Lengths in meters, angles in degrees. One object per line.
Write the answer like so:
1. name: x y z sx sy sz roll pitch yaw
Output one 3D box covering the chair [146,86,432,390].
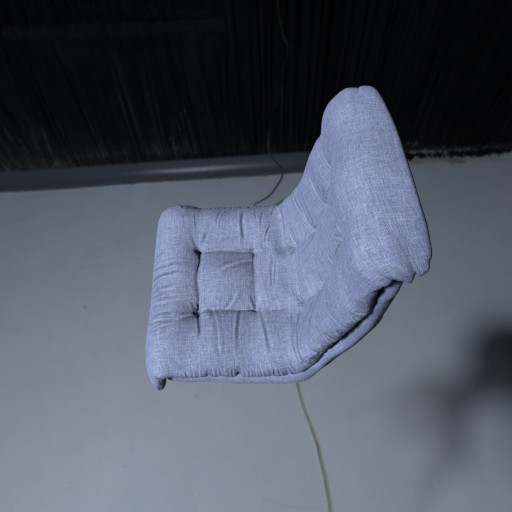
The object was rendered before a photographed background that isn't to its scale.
1. chair: 0.000 0.000 1.251 0.668 0.749 0.597 -2 58 -2
